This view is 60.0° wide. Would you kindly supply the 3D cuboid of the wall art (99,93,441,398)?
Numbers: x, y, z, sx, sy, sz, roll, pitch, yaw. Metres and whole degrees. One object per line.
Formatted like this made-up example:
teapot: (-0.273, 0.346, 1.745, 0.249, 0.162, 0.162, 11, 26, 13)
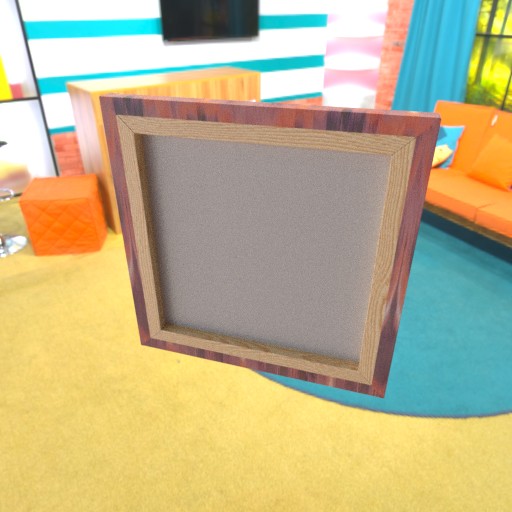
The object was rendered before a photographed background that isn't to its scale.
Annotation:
wall art: (0.000, 0.000, 0.919, 0.603, 0.609, 0.037, 9, 31, 15)
